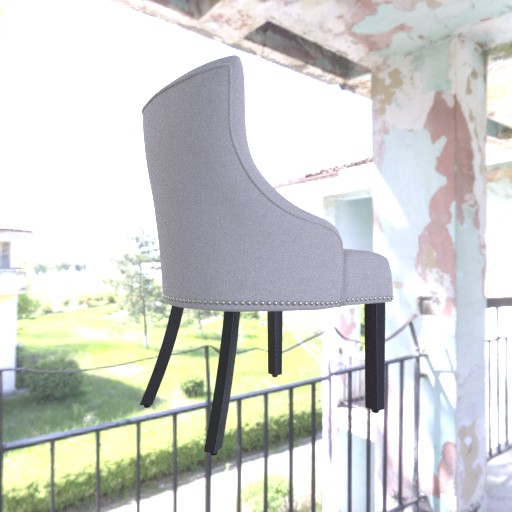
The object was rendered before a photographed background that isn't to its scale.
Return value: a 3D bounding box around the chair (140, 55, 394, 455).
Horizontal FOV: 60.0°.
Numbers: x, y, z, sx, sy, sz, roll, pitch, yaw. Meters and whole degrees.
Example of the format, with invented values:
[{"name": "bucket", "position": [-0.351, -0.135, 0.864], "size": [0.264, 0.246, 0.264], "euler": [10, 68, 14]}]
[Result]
[{"name": "chair", "position": [0.000, 0.000, 1.332], "size": [0.629, 0.909, 0.566], "euler": [0, 0, -36]}]
